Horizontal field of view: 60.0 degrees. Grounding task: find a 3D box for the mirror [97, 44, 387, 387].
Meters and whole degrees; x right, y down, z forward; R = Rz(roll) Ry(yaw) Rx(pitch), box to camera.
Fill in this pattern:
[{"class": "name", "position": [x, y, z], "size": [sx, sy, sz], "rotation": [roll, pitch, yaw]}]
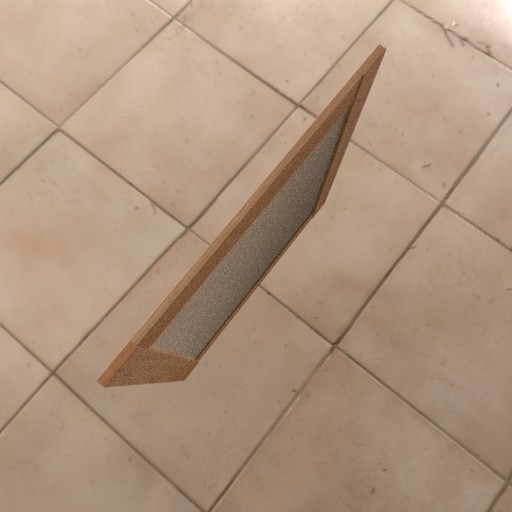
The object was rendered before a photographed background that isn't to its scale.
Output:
[{"class": "mirror", "position": [0.000, 0.000, 1.166], "size": [0.020, 0.800, 0.800], "rotation": [37, 78, 9]}]
